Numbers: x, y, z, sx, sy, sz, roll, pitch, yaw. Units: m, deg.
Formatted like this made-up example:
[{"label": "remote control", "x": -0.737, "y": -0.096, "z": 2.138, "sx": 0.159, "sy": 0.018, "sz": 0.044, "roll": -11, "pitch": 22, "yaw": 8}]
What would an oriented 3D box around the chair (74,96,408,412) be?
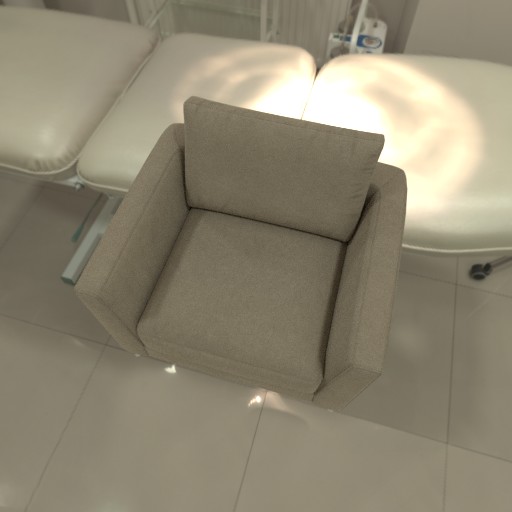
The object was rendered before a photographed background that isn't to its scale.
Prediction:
[{"label": "chair", "x": 0.000, "y": 0.000, "z": 1.765, "sx": 1.041, "sy": 0.864, "sz": 0.889, "roll": 14, "pitch": 59, "yaw": 8}]
